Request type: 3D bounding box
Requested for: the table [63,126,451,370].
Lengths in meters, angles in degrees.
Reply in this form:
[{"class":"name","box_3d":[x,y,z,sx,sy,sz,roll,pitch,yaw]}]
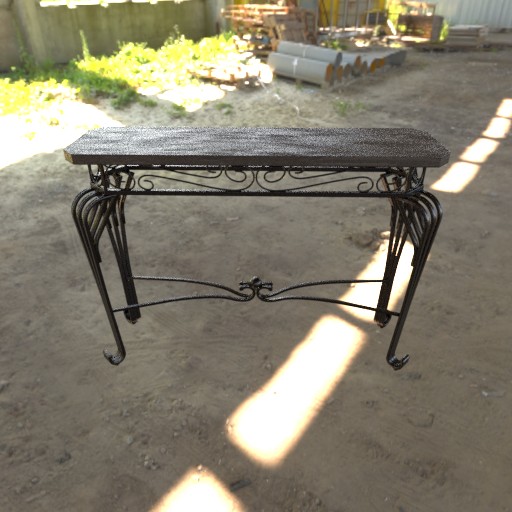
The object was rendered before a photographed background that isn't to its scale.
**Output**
[{"class":"table","box_3d":[0.000,0.000,1.520,1.112,0.800,0.329,1,31,1]}]
